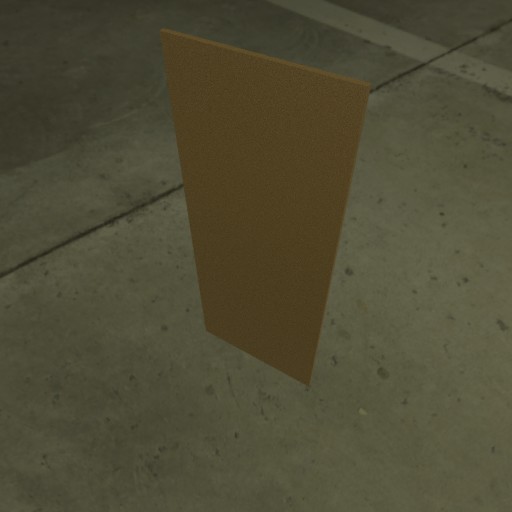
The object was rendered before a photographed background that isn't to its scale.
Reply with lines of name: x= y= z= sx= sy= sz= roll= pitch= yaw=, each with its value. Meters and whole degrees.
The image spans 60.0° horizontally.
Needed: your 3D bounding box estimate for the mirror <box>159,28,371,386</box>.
mirror: x=0.000 y=0.000 z=2.248 sx=0.812 sy=2.031 sz=0.025 roll=24 pitch=53 yaw=20
